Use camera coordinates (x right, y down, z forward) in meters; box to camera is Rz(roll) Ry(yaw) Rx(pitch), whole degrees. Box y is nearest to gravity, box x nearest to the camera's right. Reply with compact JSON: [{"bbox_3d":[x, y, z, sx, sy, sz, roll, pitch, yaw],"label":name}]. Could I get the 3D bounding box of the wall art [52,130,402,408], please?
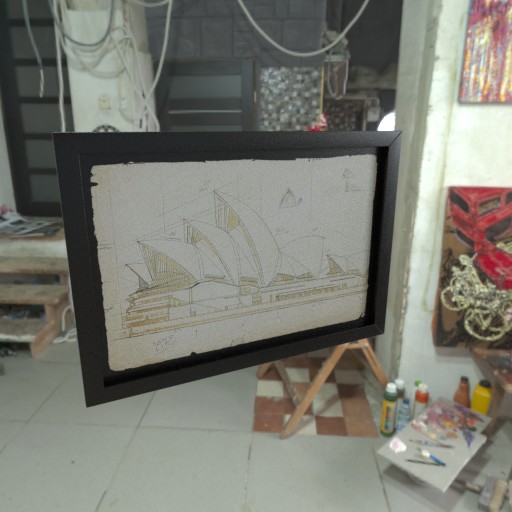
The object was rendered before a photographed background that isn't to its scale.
[{"bbox_3d":[0.000,0.000,0.566,0.440,0.306,0.013,-8,18,-25],"label":"wall art"}]
